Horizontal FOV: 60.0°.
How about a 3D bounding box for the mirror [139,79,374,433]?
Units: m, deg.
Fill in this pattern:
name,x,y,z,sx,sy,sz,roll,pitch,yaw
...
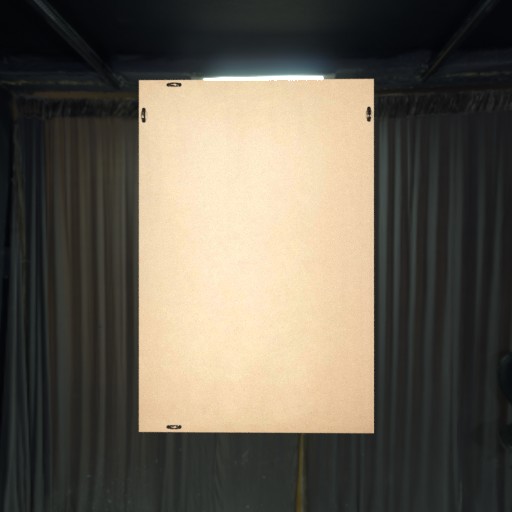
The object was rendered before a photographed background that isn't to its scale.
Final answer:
name,x,y,z,sx,sy,sz,roll,pitch,yaw
mirror,0.000,0.000,1.164,0.609,0.915,0.041,0,0,1
